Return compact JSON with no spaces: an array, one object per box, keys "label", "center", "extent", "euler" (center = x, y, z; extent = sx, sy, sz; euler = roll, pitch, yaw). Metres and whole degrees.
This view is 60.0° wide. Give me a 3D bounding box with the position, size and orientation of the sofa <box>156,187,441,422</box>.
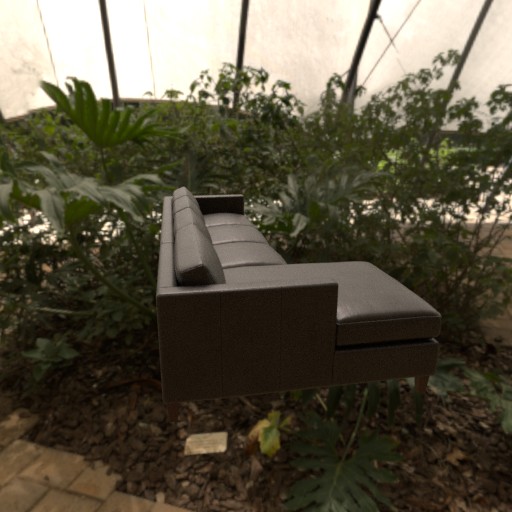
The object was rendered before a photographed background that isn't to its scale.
[{"label":"sofa","center":[0.000,0.000,3.857],"extent":[1.581,0.883,3.203],"euler":[-3,16,-10]}]
